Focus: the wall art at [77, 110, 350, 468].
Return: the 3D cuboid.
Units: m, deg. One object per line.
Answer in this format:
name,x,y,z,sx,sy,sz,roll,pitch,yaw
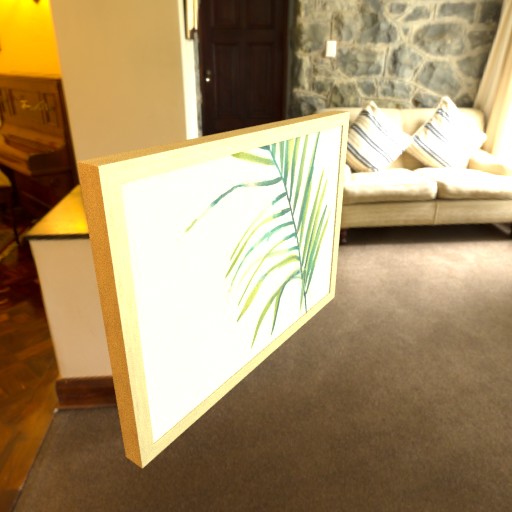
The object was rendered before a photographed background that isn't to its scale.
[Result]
wall art,0.000,0.000,0.682,0.032,0.380,0.532,16,29,32
